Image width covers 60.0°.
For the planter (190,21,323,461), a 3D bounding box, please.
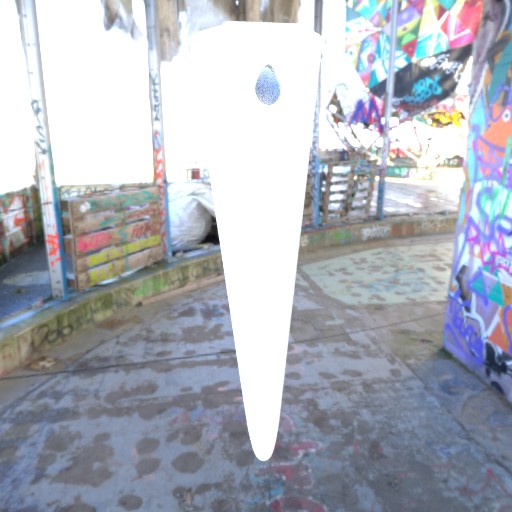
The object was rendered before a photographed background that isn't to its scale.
[{"bbox_3d":[0.000,0.000,0.217,0.057,0.193,0.064,-2,15,-8],"label":"planter"}]
